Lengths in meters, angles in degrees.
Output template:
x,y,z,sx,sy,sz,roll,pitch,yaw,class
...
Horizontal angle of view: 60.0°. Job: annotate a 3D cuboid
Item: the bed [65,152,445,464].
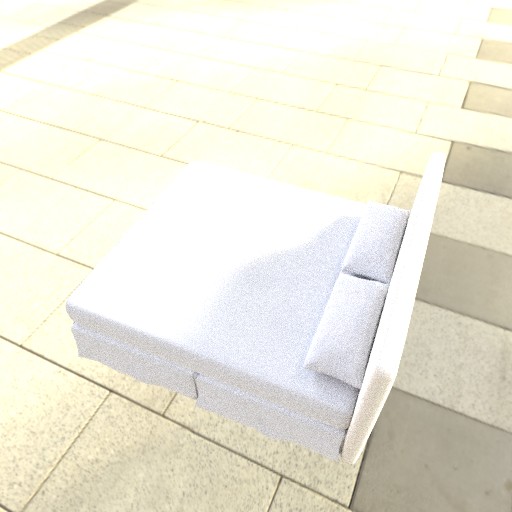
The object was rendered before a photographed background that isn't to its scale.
x,y,z,sx,sy,sz,roll,pitch,yaw,class
0.000,0.000,3.516,2.341,1.317,2.119,17,49,16,bed
